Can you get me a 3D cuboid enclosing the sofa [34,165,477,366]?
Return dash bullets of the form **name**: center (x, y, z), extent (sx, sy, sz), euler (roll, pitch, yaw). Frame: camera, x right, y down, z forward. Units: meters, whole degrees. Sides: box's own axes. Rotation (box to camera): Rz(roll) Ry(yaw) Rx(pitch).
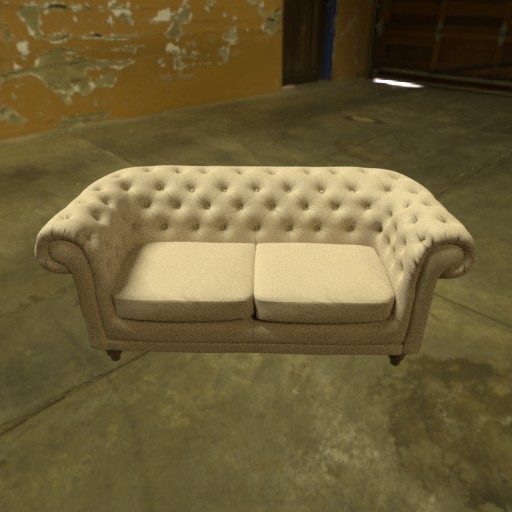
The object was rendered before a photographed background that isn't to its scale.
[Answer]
- **sofa**: center (0.000, 0.000, 2.535), extent (1.988, 0.835, 1.069), euler (1, 29, 1)
